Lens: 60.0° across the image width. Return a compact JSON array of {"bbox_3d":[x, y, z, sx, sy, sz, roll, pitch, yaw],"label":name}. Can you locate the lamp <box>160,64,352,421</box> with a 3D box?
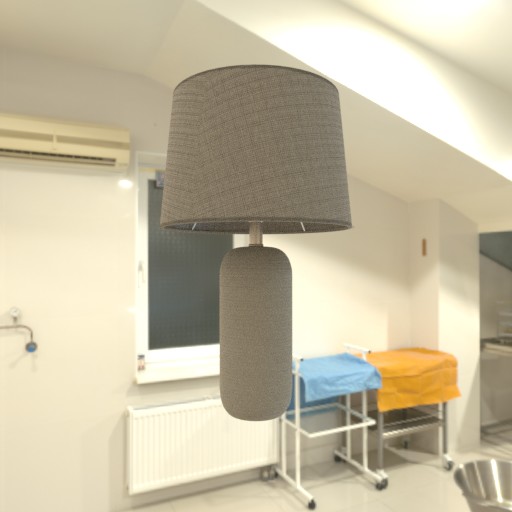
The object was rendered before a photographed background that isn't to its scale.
[{"bbox_3d":[0.000,0.000,0.864,0.367,0.609,0.367,0,0,0],"label":"lamp"}]
